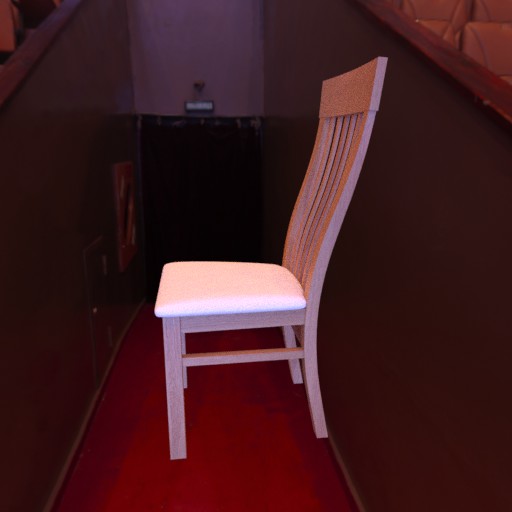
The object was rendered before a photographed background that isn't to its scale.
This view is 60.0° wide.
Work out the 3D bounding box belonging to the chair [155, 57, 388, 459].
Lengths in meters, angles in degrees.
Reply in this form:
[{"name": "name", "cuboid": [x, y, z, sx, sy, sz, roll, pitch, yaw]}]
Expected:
[{"name": "chair", "cuboid": [0.000, 0.000, 1.338, 0.580, 1.050, 0.450, -2, 15, -8]}]
